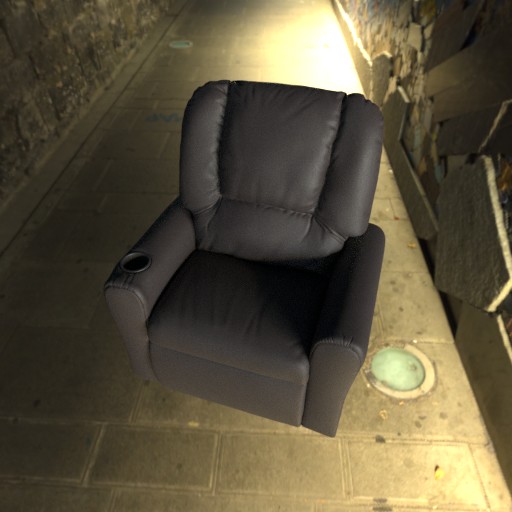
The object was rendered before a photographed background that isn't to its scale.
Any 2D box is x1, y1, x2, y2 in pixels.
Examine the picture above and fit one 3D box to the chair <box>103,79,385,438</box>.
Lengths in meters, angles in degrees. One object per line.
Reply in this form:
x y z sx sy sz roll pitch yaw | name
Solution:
0.000 0.000 1.111 0.610 0.709 0.521 12 43 14 | chair
